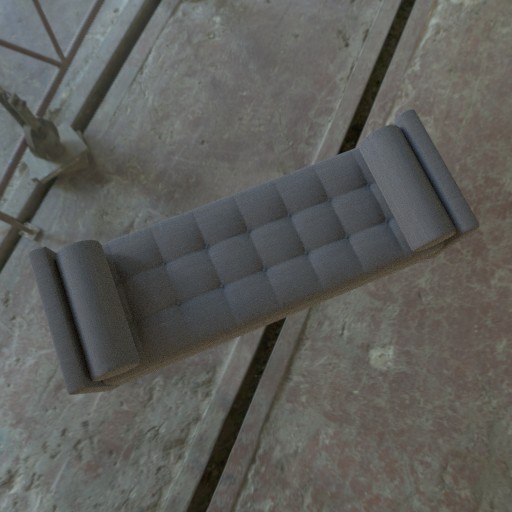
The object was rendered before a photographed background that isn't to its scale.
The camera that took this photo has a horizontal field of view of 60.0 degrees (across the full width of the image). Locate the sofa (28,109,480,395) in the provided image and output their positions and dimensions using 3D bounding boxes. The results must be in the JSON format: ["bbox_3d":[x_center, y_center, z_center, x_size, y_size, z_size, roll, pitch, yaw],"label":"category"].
[{"bbox_3d":[0.000,0.000,2.321,1.981,0.635,0.686,-22,76,-6],"label":"sofa"}]
